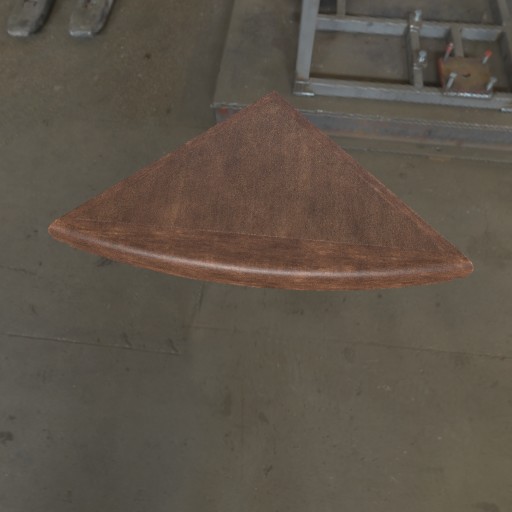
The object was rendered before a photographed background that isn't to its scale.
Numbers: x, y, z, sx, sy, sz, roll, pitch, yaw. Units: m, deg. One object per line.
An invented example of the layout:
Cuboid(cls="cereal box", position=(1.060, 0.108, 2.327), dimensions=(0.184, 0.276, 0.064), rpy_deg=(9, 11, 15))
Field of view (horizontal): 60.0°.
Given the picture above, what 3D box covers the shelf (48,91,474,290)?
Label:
Cuboid(cls="shelf", position=(0.000, 0.000, 0.466), dimensions=(0.310, 0.050, 0.310), rpy_deg=(-36, 68, -17))
